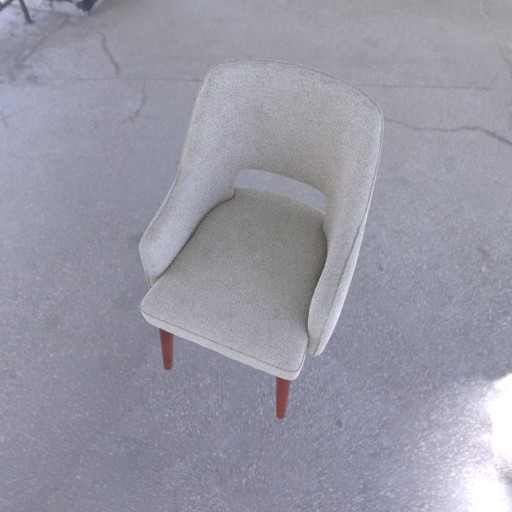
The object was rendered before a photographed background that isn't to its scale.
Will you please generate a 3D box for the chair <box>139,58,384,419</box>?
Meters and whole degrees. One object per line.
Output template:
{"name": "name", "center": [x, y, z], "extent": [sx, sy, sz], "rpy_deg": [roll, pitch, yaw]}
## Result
{"name": "chair", "center": [0.000, 0.000, 1.266], "extent": [0.548, 0.849, 0.605], "rpy_deg": [20, 60, 12]}
